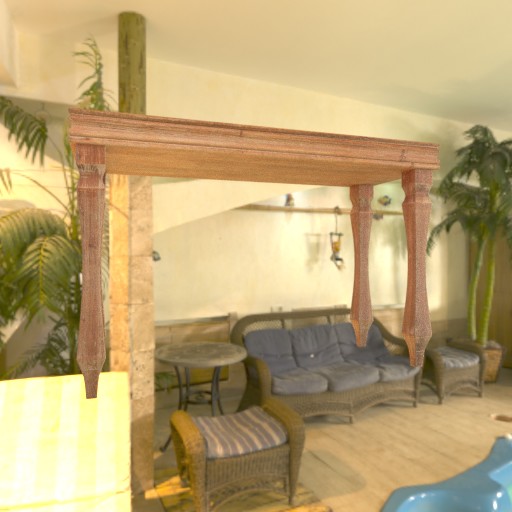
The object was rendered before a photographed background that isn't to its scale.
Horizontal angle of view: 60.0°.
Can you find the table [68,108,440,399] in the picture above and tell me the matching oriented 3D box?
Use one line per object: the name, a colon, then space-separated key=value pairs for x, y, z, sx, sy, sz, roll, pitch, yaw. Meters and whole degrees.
table: x=0.000 y=0.000 z=1.753 sx=1.330 sy=0.873 sz=0.522 roll=0 pitch=0 yaw=-19
